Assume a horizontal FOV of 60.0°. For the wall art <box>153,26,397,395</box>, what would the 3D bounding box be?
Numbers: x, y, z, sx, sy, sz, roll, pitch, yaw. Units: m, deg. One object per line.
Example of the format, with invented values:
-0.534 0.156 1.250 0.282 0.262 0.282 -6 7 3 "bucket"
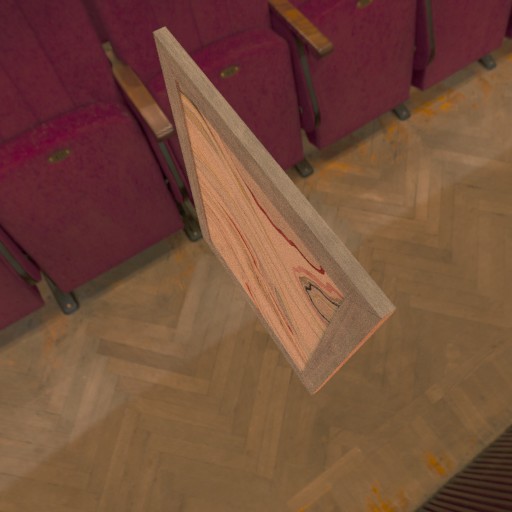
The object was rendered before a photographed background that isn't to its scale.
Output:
0.000 0.000 0.801 0.020 0.613 0.481 -31 69 -13 "wall art"
